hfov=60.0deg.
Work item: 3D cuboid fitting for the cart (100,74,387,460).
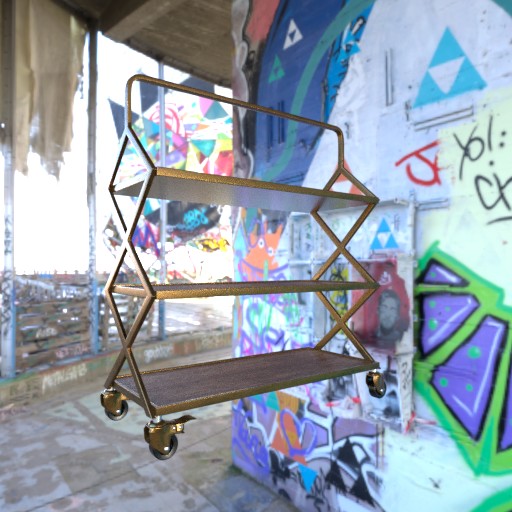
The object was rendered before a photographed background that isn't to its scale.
[{"bbox_3d":[0.000,0.000,1.178,0.723,0.805,0.313,1,-1,-36],"label":"cart"}]
